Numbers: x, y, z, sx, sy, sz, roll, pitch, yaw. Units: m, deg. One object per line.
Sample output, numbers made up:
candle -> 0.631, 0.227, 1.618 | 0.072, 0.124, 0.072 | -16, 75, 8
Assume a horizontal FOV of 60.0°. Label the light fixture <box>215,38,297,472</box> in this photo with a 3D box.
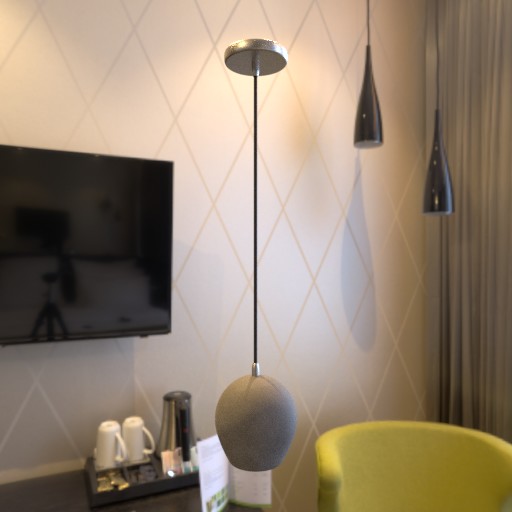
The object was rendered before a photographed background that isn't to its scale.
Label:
light fixture -> 0.000, 0.000, 0.831 | 0.153, 0.760, 0.153 | 0, 0, 35
